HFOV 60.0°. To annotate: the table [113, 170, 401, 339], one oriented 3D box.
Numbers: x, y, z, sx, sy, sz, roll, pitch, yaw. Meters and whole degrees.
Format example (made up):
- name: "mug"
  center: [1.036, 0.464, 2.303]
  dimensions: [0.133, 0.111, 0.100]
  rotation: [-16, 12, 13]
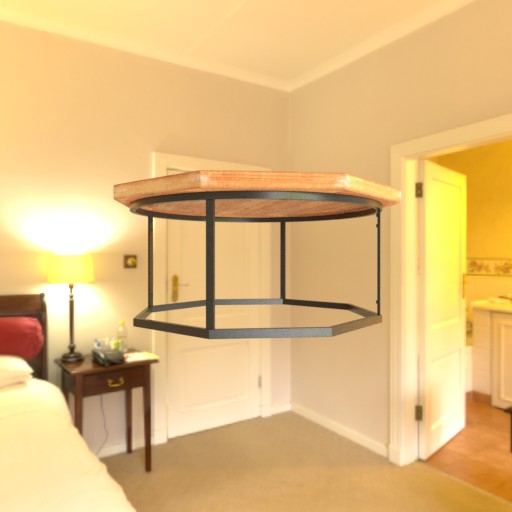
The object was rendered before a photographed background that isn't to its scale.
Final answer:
- name: "table"
  center: [0.000, 0.000, 1.610]
  dimensions: [1.002, 0.444, 1.002]
  rotation: [0, 0, 0]
